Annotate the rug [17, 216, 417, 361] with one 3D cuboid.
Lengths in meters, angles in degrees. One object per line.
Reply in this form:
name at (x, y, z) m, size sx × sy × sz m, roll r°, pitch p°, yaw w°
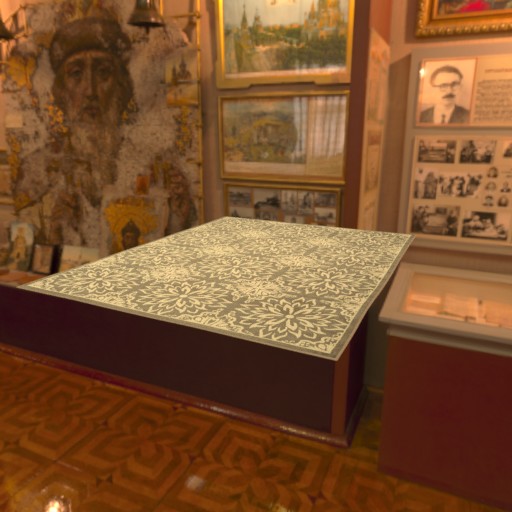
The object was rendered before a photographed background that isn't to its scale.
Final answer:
rug at (0.000, 0.000, 3.957) m, size 2.363 × 0.012 × 2.980 m, roll 8°, pitch 18°, yaw 25°
